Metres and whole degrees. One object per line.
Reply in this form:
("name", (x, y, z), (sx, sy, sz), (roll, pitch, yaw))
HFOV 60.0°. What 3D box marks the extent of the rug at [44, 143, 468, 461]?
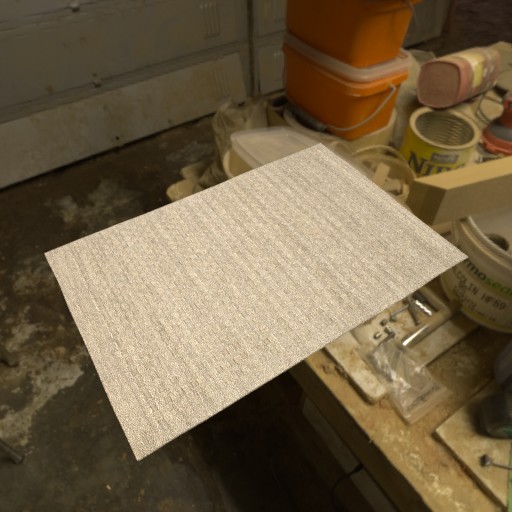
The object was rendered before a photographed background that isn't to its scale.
("rug", (0.000, 0.000, 2.875), (2.297, 0.018, 1.532), (-26, 53, -21))
